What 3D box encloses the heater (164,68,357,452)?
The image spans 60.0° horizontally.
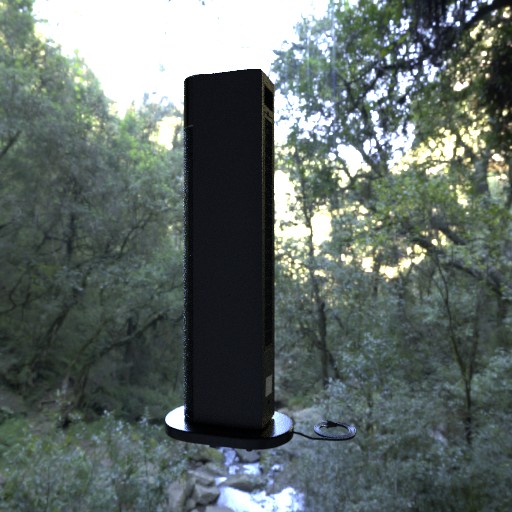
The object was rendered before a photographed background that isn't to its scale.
[{"bbox_3d":[0.000,0.000,1.057,0.458,0.856,0.214,0,1,20],"label":"heater"}]
